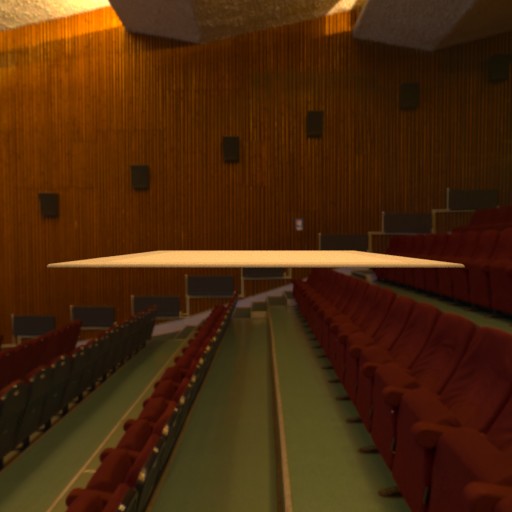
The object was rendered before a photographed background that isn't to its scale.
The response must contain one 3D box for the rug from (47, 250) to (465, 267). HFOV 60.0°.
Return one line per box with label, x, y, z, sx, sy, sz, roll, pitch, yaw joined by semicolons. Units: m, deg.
rug;0.000;0.000;4.032;2.430;0.018;2.976;0;2;0
